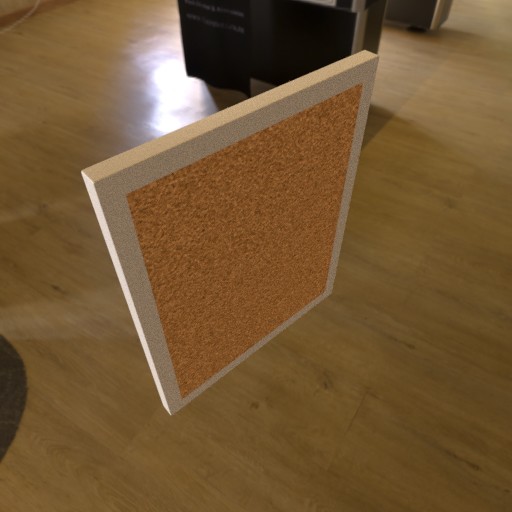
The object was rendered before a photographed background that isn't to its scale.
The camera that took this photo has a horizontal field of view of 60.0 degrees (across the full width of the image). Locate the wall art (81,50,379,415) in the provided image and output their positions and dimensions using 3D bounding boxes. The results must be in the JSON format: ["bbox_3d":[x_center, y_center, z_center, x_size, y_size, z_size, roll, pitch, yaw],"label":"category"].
[{"bbox_3d":[0.000,0.000,0.752,0.454,0.556,0.028,-33,55,-27],"label":"wall art"}]
